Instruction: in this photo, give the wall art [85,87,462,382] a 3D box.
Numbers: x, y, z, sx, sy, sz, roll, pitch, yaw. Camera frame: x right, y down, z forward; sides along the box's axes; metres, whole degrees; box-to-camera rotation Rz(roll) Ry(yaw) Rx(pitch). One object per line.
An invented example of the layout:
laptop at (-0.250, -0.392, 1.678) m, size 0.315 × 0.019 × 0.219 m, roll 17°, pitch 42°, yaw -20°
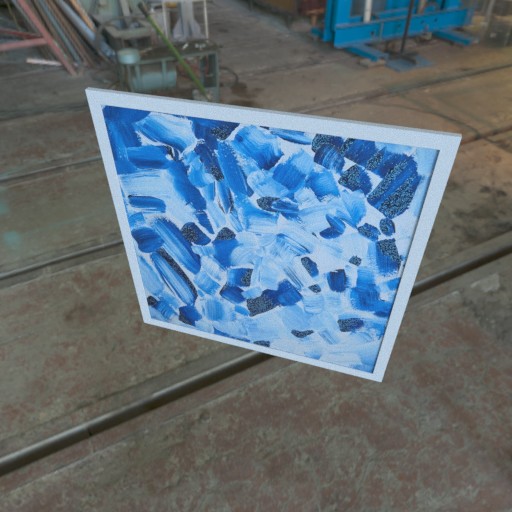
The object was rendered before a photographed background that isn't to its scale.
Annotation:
wall art at (0.000, 0.000, 1.194) m, size 0.812 × 0.812 × 0.015 m, roll 11°, pitch 42°, yaw 13°
